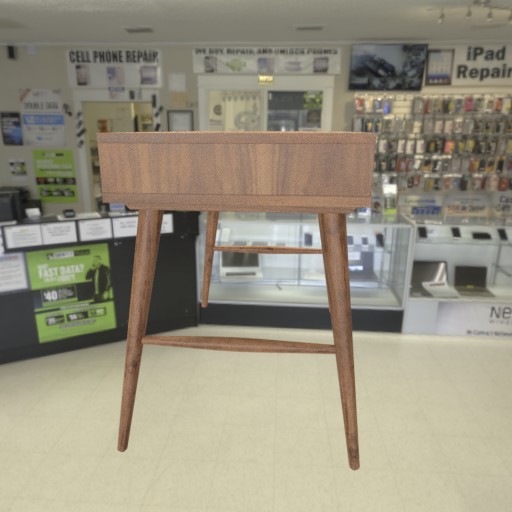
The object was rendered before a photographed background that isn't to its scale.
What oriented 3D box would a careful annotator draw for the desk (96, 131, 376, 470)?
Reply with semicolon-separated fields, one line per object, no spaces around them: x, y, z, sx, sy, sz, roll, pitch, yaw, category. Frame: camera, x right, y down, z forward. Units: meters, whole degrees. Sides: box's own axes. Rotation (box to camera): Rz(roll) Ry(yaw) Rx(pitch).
0.000;0.000;1.405;0.588;0.758;0.949;2;16;6;desk
